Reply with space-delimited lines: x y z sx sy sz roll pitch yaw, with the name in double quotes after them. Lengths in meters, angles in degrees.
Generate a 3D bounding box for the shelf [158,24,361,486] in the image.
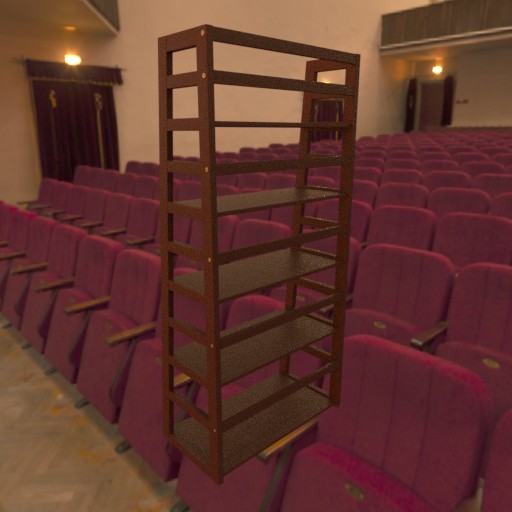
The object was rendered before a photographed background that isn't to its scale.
0.000 0.000 1.868 0.763 1.600 0.403 -14 21 -41 "shelf"
